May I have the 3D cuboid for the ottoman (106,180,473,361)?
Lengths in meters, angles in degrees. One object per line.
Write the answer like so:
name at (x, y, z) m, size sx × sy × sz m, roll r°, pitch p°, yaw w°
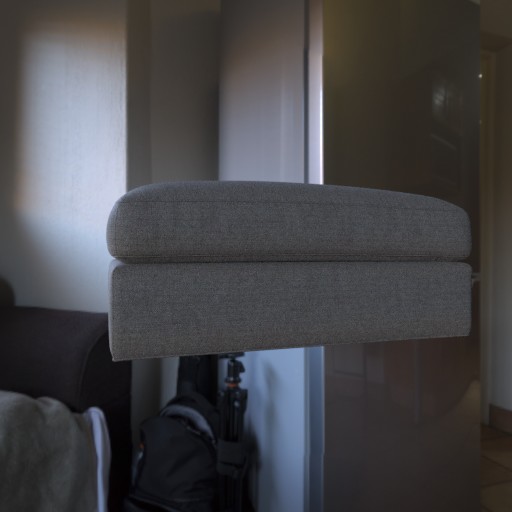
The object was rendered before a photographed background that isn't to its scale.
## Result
ottoman at (0.000, 0.000, 1.630) m, size 1.041 × 0.470 × 1.041 m, roll 0°, pitch 0°, yaw -18°
